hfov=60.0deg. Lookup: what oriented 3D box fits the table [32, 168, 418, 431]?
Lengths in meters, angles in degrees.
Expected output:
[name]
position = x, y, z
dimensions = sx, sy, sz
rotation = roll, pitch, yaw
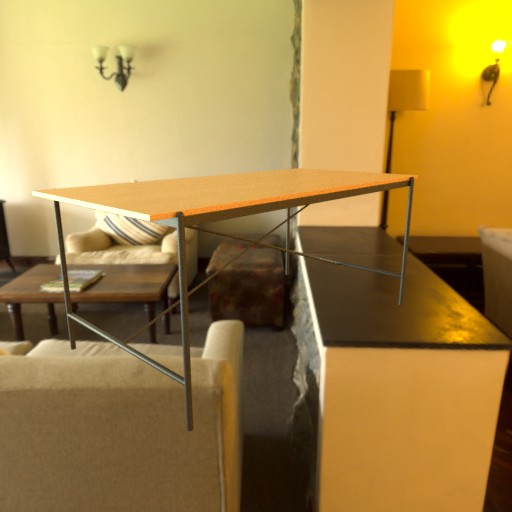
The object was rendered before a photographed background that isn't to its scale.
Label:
[table]
position = 0.000, 0.000, 2.284
dimensions = 0.900, 0.758, 1.800
rotation = 14, 20, 41
